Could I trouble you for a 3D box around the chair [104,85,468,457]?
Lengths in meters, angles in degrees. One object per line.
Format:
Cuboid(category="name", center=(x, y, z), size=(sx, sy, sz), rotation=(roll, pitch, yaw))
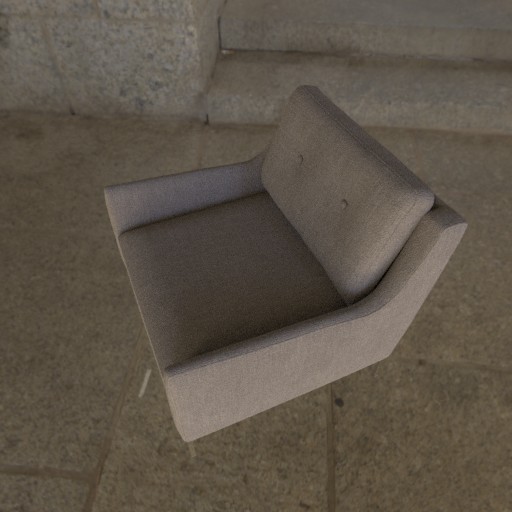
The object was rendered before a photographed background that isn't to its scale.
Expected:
Cuboid(category="chair", center=(0.000, 0.000, 1.523), size=(0.849, 0.828, 0.847), rotation=(-18, 49, -16))
